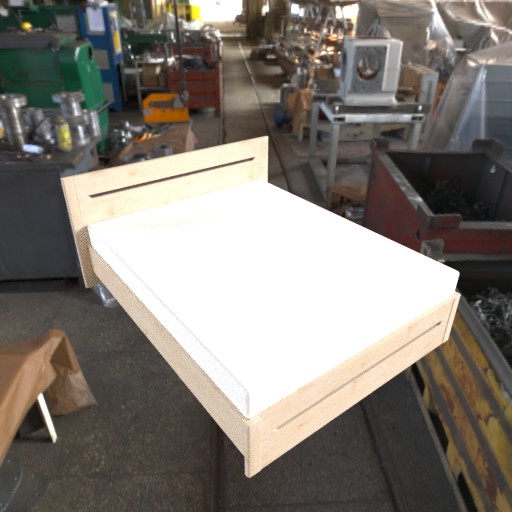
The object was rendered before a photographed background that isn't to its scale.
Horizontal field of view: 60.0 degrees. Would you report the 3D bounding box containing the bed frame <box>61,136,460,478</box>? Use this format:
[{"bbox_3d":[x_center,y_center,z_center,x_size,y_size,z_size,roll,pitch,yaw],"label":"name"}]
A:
[{"bbox_3d":[0.000,0.000,3.020,1.800,0.900,2.080,-21,36,-31],"label":"bed frame"}]
